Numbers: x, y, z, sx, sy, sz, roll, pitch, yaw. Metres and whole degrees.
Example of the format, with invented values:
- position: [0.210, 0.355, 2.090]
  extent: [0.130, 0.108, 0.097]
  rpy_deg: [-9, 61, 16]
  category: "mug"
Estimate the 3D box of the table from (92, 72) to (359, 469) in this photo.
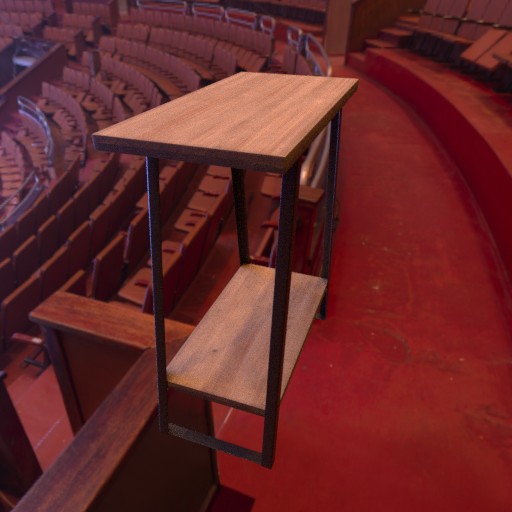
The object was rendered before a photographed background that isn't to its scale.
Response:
- position: [0.000, 0.000, 1.033]
  extent: [0.300, 0.701, 0.599]
  rpy_deg: [11, 33, 17]
  category: "table"
